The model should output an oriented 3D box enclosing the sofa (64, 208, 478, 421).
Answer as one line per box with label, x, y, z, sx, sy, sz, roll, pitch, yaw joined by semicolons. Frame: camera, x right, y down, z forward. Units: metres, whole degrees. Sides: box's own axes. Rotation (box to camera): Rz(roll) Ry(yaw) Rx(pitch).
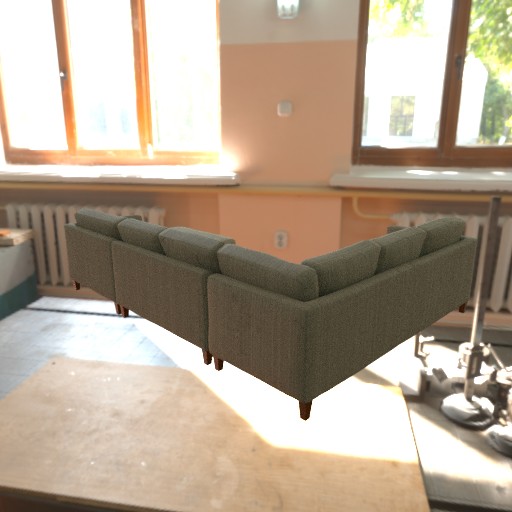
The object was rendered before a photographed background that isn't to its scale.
sofa;0.000;0.000;4.586;2.594;0.961;3.460;-15;21;-42
